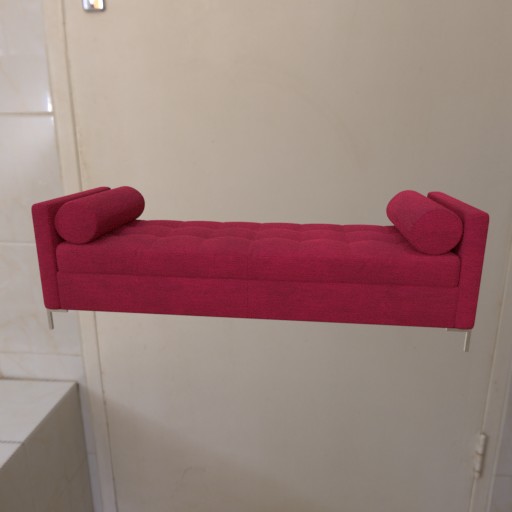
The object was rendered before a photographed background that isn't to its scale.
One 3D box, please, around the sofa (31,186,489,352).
[{"bbox_3d":[0.000,0.000,2.293,1.981,0.635,0.686,2,16,7],"label":"sofa"}]
